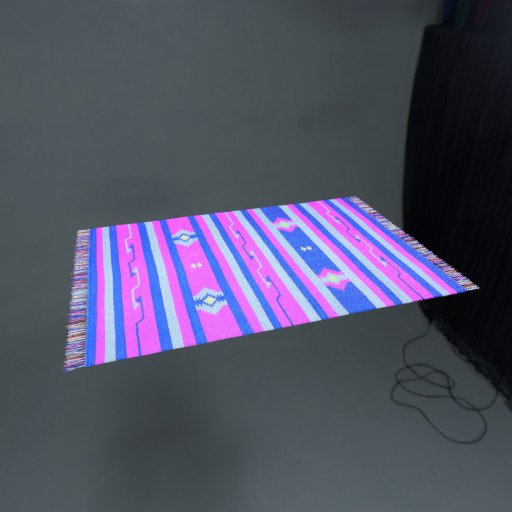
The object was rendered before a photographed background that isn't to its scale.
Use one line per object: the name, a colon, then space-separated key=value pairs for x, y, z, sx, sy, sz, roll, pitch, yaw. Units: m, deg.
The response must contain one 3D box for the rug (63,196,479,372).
rug: x=0.000 y=0.000 z=2.972 sx=2.350 sy=0.013 sz=1.539 roll=-9 pitch=31 yaw=-15
